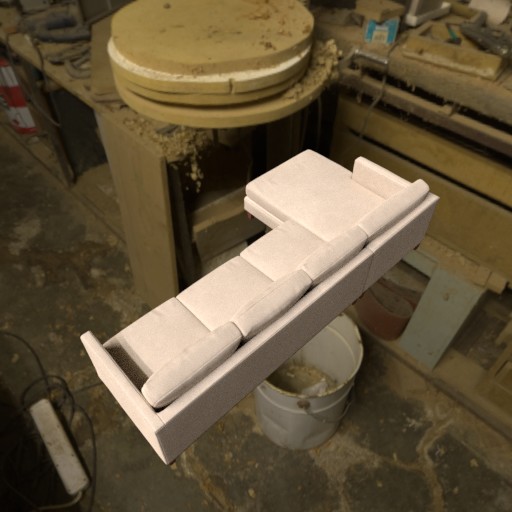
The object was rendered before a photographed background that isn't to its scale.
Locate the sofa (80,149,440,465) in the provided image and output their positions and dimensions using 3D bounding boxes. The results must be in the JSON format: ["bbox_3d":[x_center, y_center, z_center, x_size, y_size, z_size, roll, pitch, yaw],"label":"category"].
[{"bbox_3d":[0.000,0.000,3.944,3.186,0.846,1.625,-35,56,-28],"label":"sofa"}]
